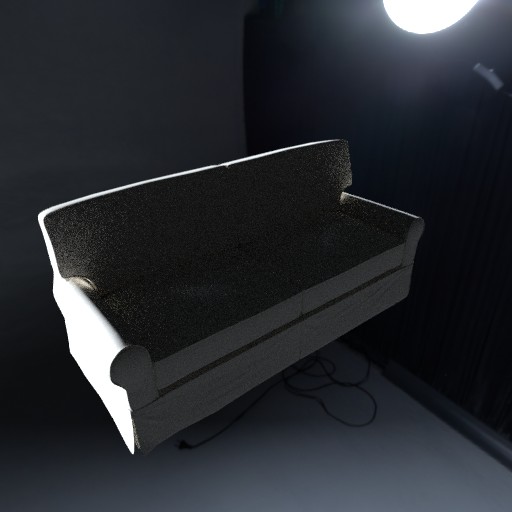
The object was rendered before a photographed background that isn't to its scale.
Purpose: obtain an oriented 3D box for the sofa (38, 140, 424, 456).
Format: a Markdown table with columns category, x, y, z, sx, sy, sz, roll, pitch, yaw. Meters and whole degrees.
| category | x | y | z | sx | sy | sz | roll | pitch | yaw |
| --- | --- | --- | --- | --- | --- | --- | --- | --- | --- |
| sofa | 0.000 | 0.000 | 2.474 | 2.021 | 0.937 | 0.862 | -21 | 36 | -32 |
